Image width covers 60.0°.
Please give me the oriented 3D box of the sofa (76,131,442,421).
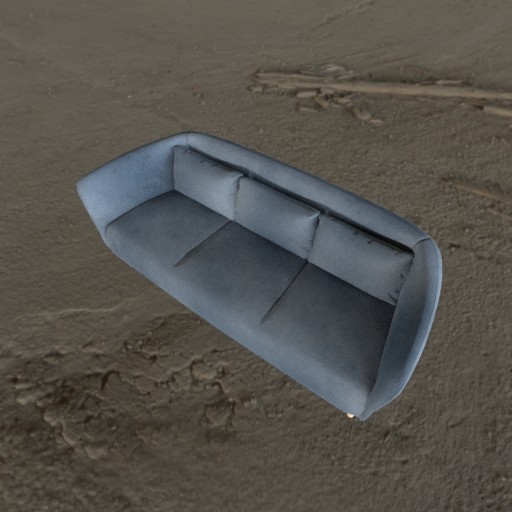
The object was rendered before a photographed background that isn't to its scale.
[{"bbox_3d":[0.000,0.000,2.561,2.095,0.795,0.849,30,52,26],"label":"sofa"}]
